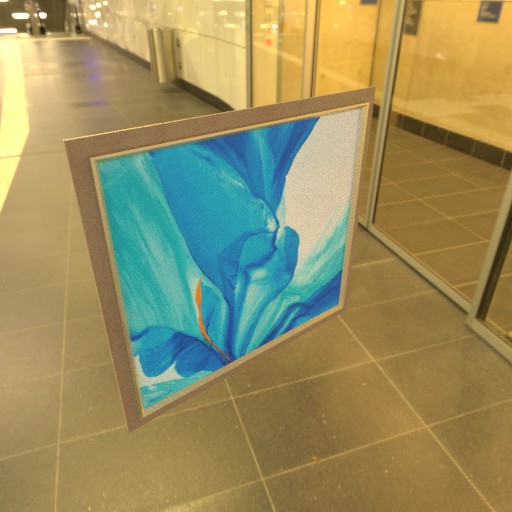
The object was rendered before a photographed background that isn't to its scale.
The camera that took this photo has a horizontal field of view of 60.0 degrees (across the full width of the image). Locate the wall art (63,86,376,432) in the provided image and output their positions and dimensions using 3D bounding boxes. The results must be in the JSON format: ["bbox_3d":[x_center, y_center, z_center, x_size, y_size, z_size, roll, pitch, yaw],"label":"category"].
[{"bbox_3d":[0.000,0.000,1.646,1.168,1.067,0.025,-22,37,-32],"label":"wall art"}]
